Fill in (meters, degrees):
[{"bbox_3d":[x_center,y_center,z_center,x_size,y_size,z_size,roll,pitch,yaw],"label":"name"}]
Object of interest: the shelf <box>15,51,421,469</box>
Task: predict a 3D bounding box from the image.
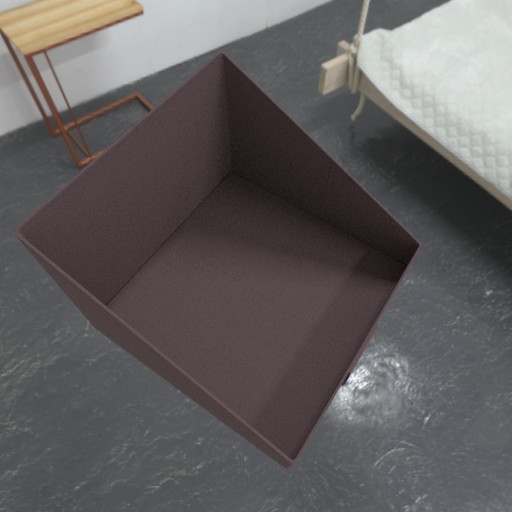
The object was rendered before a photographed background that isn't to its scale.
[{"bbox_3d":[0.000,0.000,0.476,0.292,0.210,0.292,30,64,17],"label":"shelf"}]
